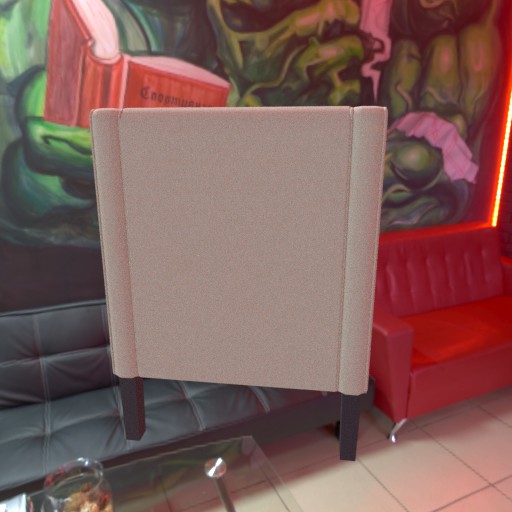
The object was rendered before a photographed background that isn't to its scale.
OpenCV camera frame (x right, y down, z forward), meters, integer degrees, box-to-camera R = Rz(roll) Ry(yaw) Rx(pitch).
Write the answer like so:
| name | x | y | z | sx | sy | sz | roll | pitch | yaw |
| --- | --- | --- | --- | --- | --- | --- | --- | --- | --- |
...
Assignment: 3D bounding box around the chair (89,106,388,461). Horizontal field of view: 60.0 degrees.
| name | x | y | z | sx | sy | sz | roll | pitch | yaw |
| --- | --- | --- | --- | --- | --- | --- | --- | --- | --- |
| chair | 0.000 | 0.000 | 1.453 | 0.689 | 0.886 | 0.806 | 2 | 15 | 8 |
